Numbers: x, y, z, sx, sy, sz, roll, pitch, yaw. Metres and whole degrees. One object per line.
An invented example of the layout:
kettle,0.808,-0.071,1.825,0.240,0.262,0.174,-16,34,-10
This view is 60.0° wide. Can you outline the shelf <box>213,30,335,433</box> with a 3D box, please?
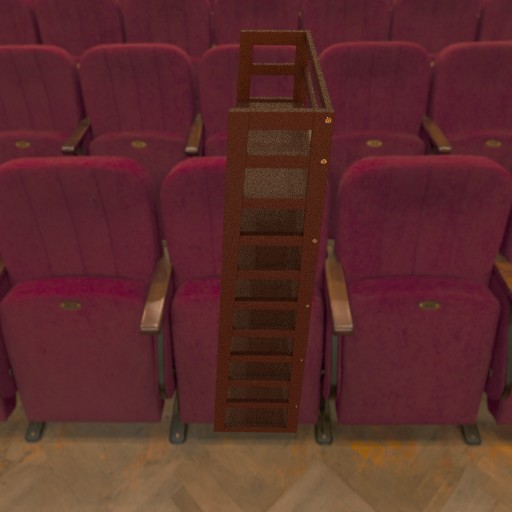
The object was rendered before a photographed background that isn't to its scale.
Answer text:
shelf,0.000,0.000,1.910,0.403,1.600,0.763,0,41,1
